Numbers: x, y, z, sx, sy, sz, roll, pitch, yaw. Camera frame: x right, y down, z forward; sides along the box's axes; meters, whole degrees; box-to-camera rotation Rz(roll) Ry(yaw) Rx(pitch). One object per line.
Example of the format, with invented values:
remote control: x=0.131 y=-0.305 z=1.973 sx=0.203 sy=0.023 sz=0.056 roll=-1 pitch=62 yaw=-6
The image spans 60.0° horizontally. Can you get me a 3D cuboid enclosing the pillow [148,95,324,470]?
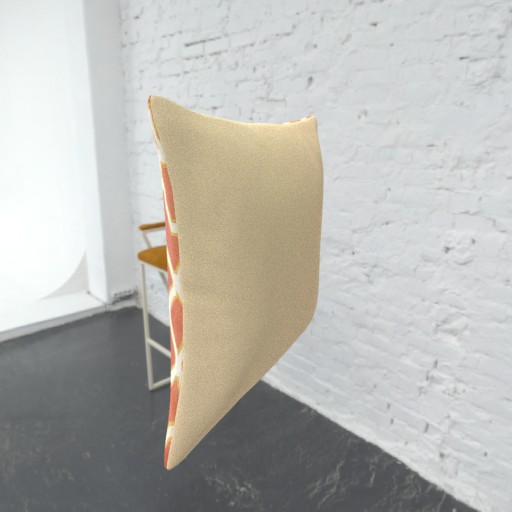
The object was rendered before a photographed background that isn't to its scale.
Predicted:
pillow: x=0.000 y=0.000 z=0.803 sx=0.166 sy=0.508 sz=0.552 roll=7 pitch=17 yaw=26
